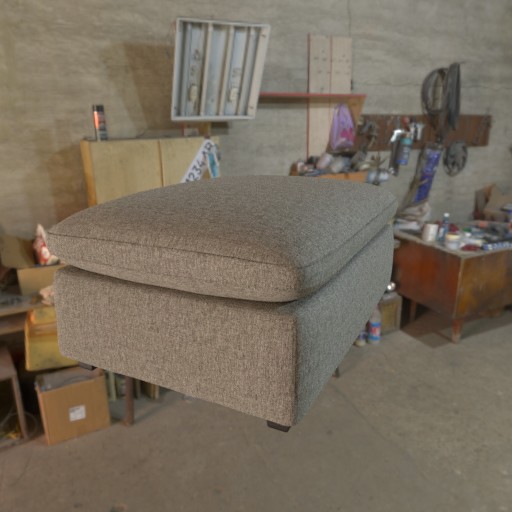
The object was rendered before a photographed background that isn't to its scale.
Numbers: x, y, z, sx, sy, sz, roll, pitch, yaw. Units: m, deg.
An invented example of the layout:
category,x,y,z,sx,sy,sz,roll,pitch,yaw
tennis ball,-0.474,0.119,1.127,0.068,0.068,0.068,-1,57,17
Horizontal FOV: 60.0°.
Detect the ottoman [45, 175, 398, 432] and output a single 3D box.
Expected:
category,x,y,z,sx,sy,sz,roll,pitch,yaw
ottoman,0.000,0.000,1.338,0.694,0.451,0.977,8,18,26
